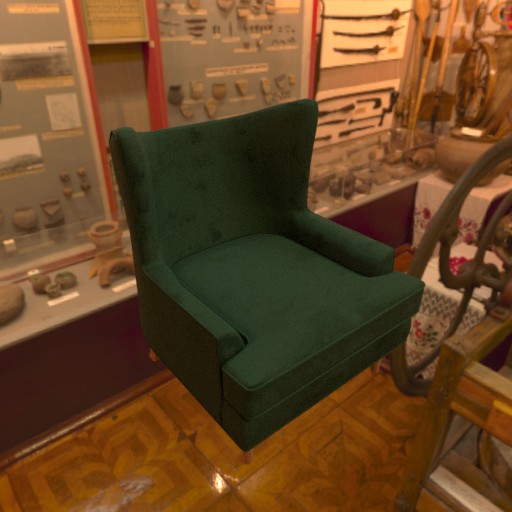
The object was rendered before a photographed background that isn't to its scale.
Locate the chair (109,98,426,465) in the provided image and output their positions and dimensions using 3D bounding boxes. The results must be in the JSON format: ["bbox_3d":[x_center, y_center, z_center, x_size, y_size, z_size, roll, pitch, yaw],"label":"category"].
[{"bbox_3d":[0.000,0.000,1.574,0.793,0.952,0.910,-22,36,-33],"label":"chair"}]
